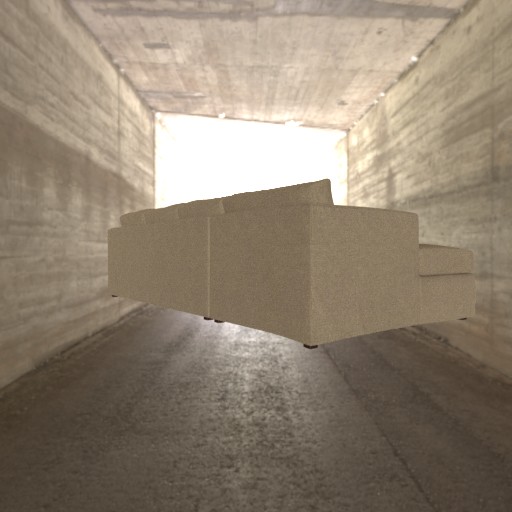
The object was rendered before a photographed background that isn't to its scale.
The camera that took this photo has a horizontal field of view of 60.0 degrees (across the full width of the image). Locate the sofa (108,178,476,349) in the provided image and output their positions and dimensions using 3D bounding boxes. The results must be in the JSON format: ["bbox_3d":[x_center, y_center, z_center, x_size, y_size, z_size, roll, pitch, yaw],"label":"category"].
[{"bbox_3d":[0.000,0.000,3.957,1.638,0.920,3.198,0,1,-36],"label":"sofa"}]
